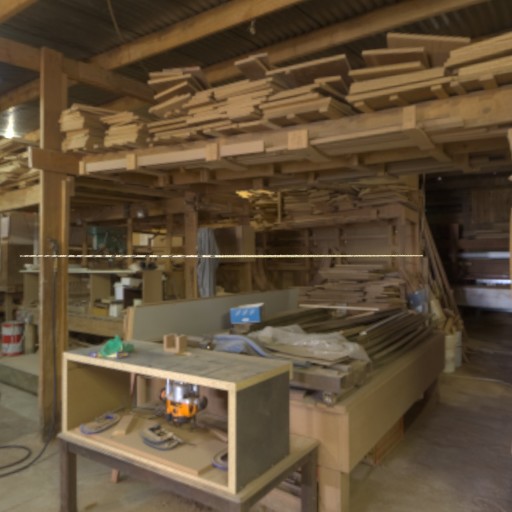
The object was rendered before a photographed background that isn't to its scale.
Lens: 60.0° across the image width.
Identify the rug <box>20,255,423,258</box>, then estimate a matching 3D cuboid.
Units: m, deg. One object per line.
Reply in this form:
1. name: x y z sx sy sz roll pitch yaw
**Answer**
1. rug: 0.000 0.000 3.021 1.523 0.008 2.438 0 0 37
